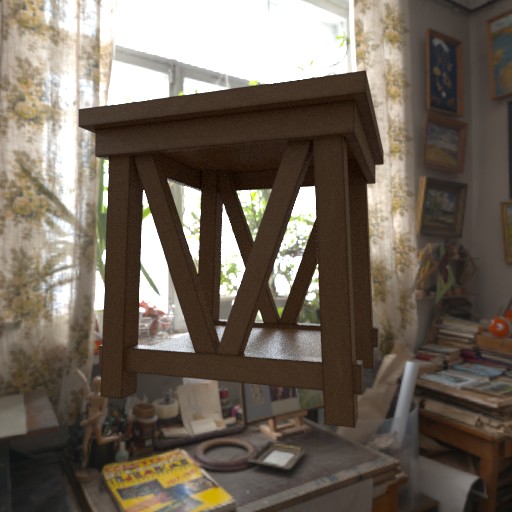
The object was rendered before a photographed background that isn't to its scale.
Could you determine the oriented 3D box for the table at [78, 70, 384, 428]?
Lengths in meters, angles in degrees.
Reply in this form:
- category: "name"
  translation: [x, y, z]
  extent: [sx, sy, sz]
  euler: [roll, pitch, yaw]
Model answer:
- category: "table"
  translation: [0.000, 0.000, 1.154]
  extent: [0.612, 0.638, 0.610]
  euler: [0, -1, 19]
